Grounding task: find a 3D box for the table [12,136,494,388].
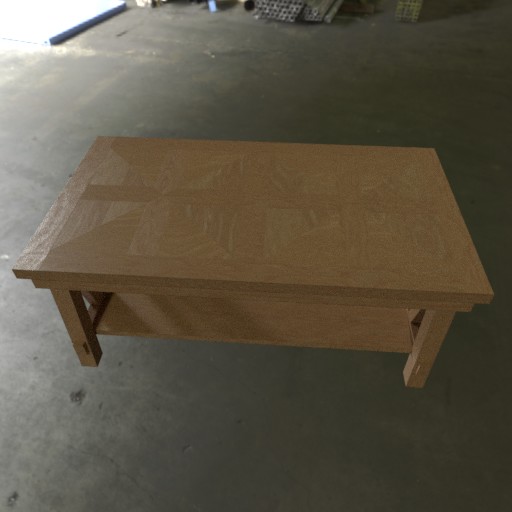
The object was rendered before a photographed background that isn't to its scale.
[{"bbox_3d":[0.000,0.000,1.592,1.270,0.507,0.711,3,45,3],"label":"table"}]
